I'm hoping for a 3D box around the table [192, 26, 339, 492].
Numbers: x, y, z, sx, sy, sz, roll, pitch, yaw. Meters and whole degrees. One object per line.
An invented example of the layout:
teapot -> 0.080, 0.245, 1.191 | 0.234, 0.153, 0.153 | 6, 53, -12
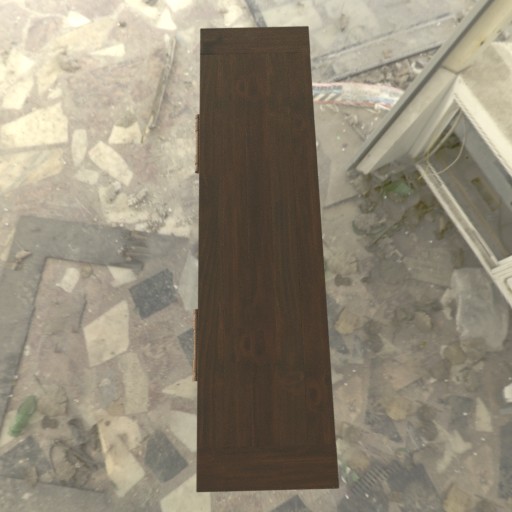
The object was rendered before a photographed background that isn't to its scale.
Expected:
table -> 0.000, 0.000, 1.845 | 0.442, 0.762, 1.599 | -1, 75, 0
